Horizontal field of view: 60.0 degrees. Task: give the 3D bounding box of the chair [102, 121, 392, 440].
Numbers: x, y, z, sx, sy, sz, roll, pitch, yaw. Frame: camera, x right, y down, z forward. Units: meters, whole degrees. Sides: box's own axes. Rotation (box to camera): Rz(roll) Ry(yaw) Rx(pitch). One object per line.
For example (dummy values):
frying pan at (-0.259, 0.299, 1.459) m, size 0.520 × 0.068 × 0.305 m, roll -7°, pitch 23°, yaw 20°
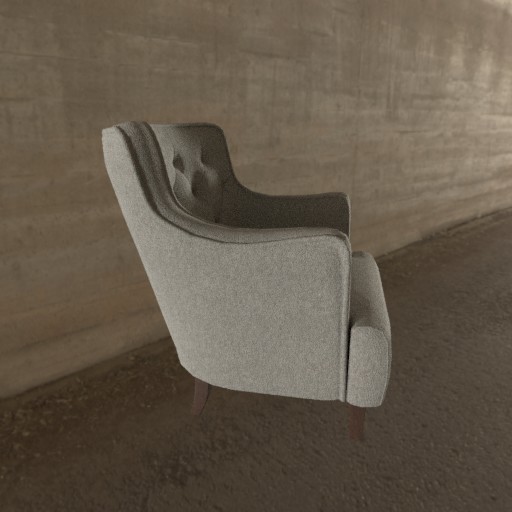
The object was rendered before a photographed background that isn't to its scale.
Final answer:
chair at (0.000, 0.000, 1.564) m, size 0.910 × 0.920 × 0.820 m, roll 3°, pitch 17°, yaw 11°
